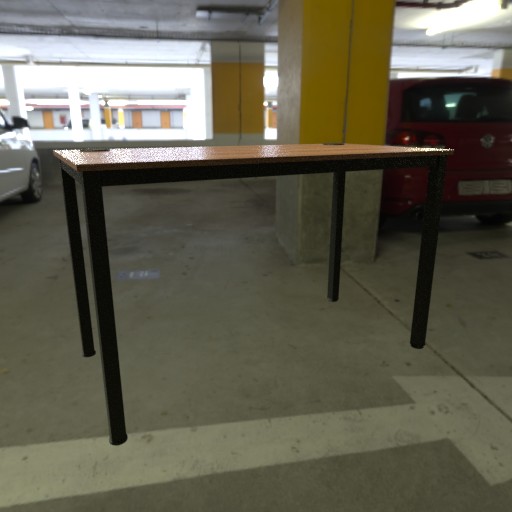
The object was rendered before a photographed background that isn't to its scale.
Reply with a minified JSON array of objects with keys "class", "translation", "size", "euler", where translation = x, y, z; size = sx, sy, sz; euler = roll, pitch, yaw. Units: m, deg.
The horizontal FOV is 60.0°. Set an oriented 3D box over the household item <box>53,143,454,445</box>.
[{"class":"household item","translation":[0.000,0.000,1.588],"size":[1.200,0.750,0.600],"euler":[-9,19,-27]}]
